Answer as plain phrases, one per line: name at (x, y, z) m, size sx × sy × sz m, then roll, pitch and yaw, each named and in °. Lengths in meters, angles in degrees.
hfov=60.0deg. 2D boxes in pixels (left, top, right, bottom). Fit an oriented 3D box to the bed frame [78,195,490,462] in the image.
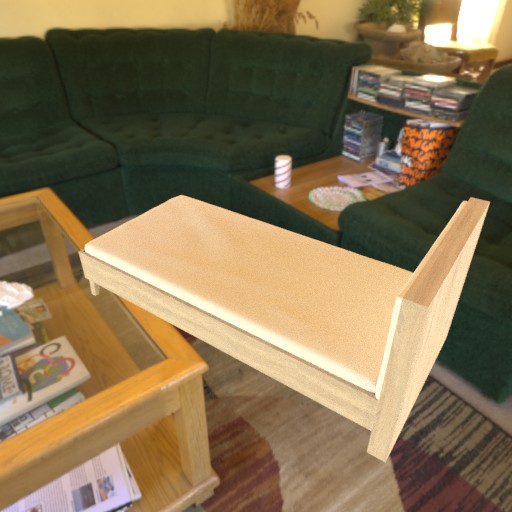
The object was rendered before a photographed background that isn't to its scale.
bed frame at (0.000, 0.000, 2.625) m, size 2.140 × 0.920 × 0.990 m, roll 21°, pitch 39°, yaw 29°
